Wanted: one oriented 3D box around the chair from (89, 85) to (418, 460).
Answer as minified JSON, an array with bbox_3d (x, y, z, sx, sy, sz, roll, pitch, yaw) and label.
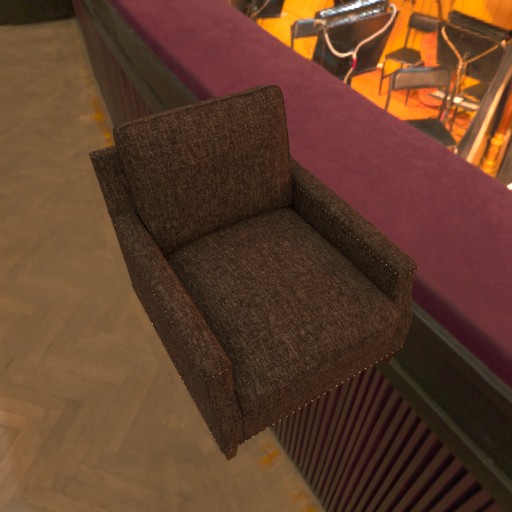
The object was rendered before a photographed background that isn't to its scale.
[{"bbox_3d":[0.000,0.000,1.722,0.853,0.943,1.014,-23,50,-21],"label":"chair"}]
